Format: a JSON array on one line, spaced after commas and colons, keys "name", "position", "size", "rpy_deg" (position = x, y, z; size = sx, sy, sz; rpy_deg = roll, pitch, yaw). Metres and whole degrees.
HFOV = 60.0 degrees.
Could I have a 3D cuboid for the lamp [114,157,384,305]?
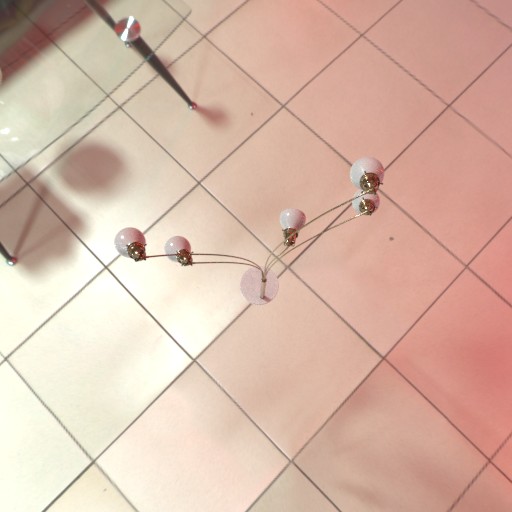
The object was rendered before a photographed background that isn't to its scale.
[{"name": "lamp", "position": [0.000, 0.000, 2.975], "size": [1.405, 2.423, 0.361], "rpy_deg": [-12, 77, -3]}]
